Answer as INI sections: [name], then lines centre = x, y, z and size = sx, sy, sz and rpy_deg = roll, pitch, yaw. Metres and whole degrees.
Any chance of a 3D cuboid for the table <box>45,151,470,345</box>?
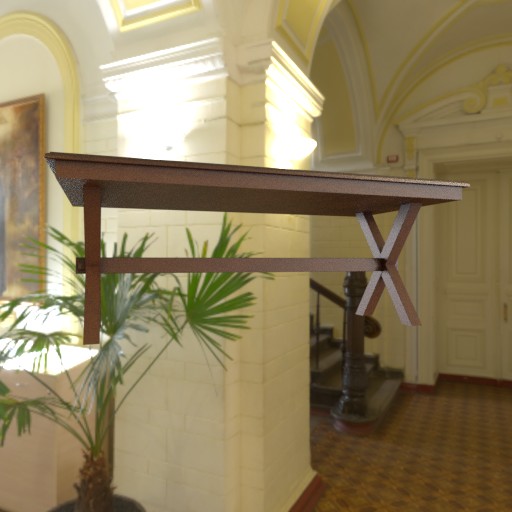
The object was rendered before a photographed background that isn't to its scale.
[table]
centre = 0.000, 0.000, 1.459
size = 1.197, 0.459, 0.594
rpy_deg = 0, -1, -19
